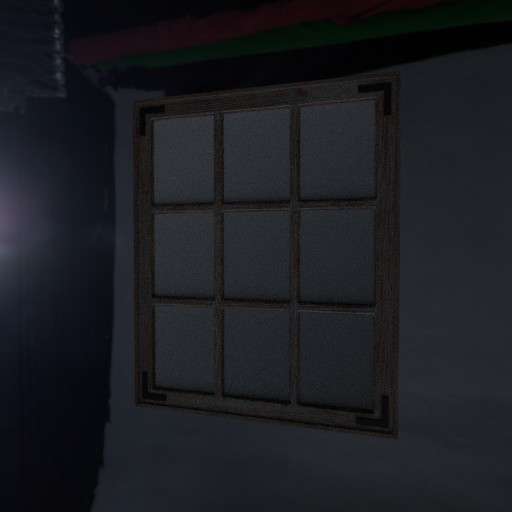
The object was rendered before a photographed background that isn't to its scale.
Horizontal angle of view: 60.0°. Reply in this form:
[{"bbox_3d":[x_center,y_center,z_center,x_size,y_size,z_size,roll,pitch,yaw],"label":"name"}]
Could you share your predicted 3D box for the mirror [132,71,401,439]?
[{"bbox_3d":[0.000,0.000,1.185,0.730,0.882,0.032,1,2,17],"label":"mirror"}]
